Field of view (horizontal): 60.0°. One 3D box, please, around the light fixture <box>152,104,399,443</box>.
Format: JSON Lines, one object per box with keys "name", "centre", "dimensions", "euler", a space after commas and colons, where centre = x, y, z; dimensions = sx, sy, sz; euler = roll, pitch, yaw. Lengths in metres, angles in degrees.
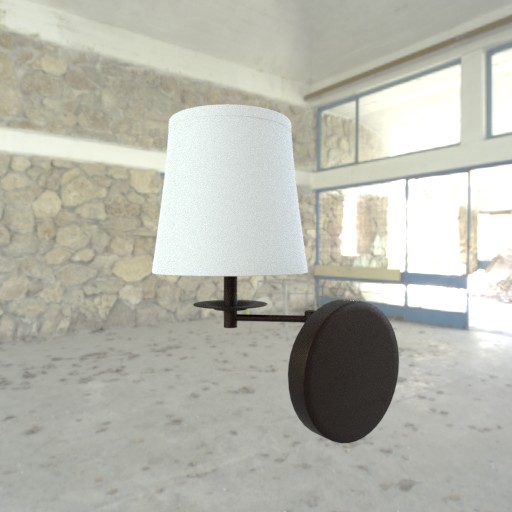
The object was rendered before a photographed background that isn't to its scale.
{"name": "light fixture", "centre": [0.000, 0.000, 0.268], "dimensions": [0.100, 0.172, 0.157], "euler": [0, 0, -37]}
